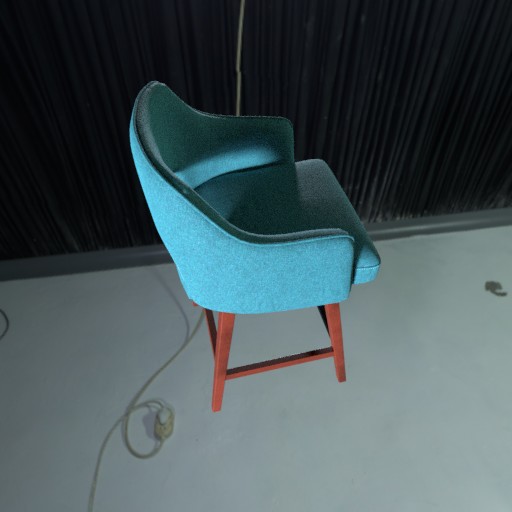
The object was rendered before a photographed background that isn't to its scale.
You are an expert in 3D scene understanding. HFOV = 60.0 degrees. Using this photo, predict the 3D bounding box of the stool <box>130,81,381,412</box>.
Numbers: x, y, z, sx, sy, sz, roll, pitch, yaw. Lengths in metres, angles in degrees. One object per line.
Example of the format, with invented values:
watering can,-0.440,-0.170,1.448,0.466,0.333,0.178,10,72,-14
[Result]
stool,0.000,0.000,1.321,0.556,0.961,0.548,-10,49,-9
